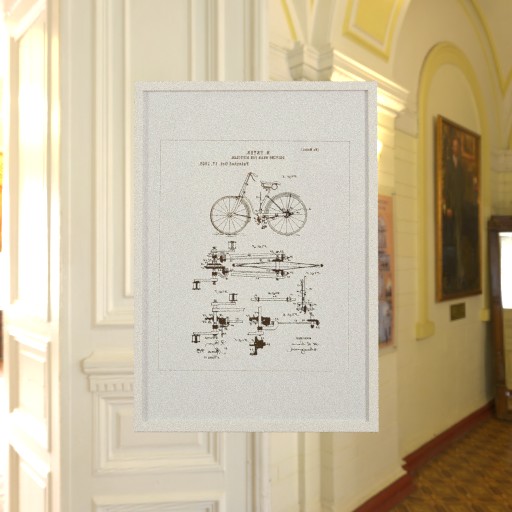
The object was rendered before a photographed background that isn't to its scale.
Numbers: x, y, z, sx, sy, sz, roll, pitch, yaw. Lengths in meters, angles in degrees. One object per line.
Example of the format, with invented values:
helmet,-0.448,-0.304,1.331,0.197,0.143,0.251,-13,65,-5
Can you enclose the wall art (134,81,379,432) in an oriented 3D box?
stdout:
wall art,0.000,0.000,0.610,0.332,0.477,0.015,0,-1,0
